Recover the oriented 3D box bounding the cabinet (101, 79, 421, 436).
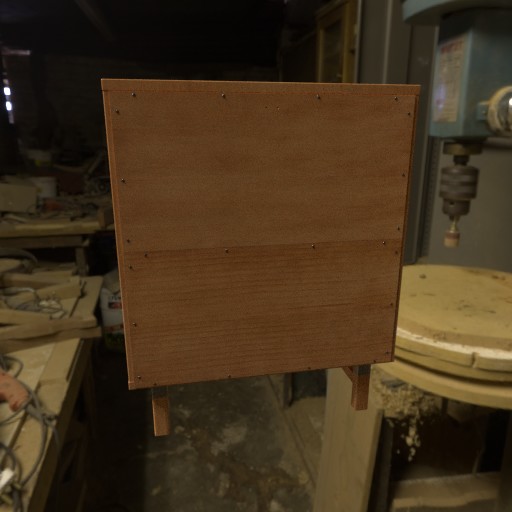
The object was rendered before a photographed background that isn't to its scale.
[{"bbox_3d":[0.000,0.000,1.416,0.800,1.001,0.419,-3,16,-11],"label":"cabinet"}]
